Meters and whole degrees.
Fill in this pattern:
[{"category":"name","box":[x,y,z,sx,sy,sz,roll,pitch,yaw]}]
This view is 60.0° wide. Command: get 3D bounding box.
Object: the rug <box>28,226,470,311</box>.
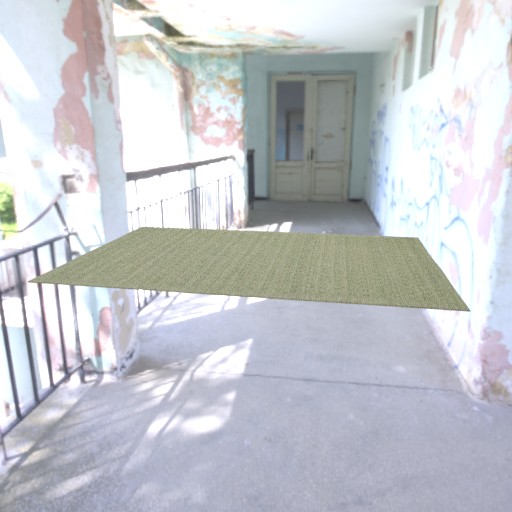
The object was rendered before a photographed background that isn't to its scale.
[{"category":"rug","box":[0.000,0.000,2.246,1.747,0.006,1.143,3,16,10]}]
